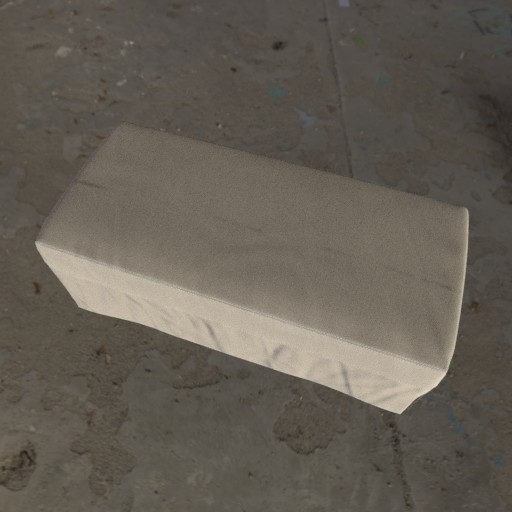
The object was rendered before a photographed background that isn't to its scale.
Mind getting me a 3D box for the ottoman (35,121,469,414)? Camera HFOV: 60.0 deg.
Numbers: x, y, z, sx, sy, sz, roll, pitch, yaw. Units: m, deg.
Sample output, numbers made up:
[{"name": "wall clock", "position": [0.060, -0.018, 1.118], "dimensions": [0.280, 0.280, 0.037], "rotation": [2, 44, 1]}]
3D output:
[{"name": "ottoman", "position": [0.000, 0.000, 1.657], "dimensions": [1.388, 0.457, 0.665], "rotation": [16, 60, 10]}]
